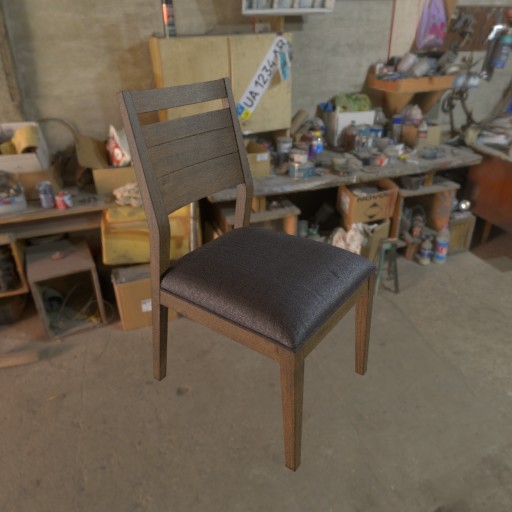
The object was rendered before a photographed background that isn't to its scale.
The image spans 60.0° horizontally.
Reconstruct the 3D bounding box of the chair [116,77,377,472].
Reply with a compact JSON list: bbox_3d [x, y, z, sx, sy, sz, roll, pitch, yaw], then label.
[{"bbox_3d":[0.000,0.000,1.328,0.610,0.939,0.501,18,32,31],"label":"chair"}]
